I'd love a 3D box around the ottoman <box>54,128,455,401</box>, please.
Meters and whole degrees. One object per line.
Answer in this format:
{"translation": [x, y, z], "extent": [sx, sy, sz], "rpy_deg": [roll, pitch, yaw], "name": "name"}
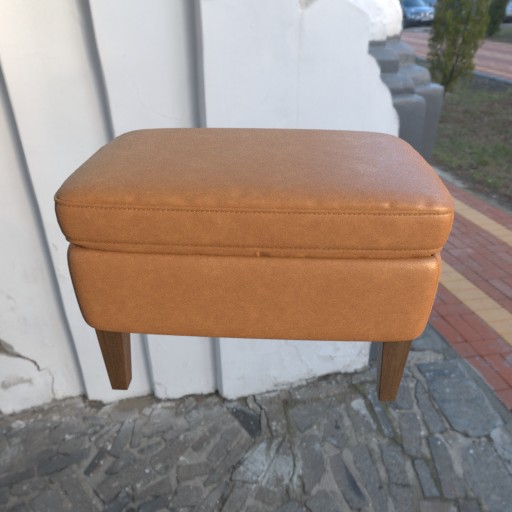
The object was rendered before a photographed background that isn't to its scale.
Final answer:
{"translation": [0.000, 0.000, 0.961], "extent": [0.670, 0.480, 0.420], "rpy_deg": [2, 31, 3], "name": "ottoman"}
